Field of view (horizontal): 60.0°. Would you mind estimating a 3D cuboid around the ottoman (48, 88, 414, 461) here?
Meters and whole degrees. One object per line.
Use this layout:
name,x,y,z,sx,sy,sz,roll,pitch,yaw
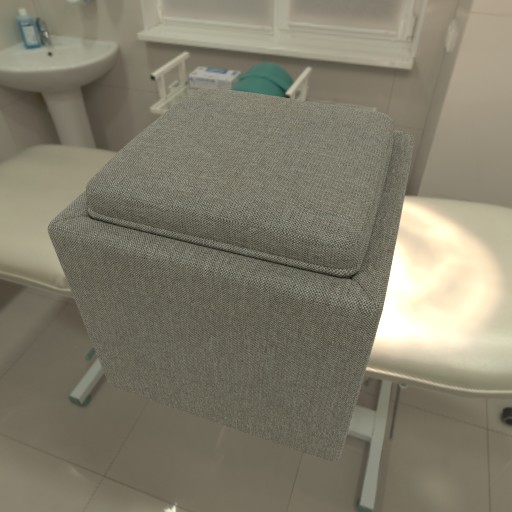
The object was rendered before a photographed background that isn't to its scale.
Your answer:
ottoman,0.000,0.000,0.804,0.450,0.460,0.450,13,44,14
